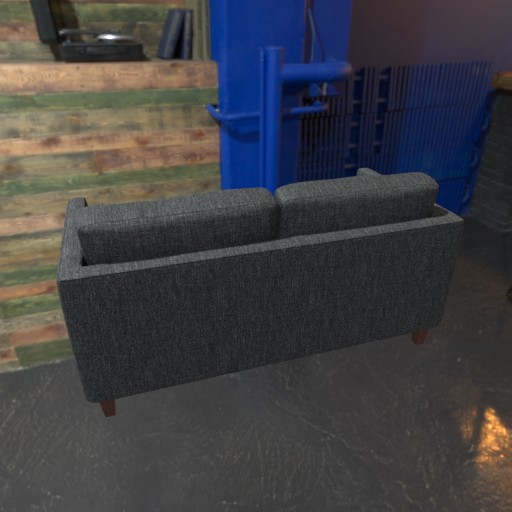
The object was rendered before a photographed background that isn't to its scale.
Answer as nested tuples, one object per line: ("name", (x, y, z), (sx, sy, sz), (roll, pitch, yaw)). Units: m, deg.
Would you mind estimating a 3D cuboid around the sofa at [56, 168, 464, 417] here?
("sofa", (0.000, 0.000, 2.413), (1.884, 0.963, 0.950), (-9, 29, -16))
